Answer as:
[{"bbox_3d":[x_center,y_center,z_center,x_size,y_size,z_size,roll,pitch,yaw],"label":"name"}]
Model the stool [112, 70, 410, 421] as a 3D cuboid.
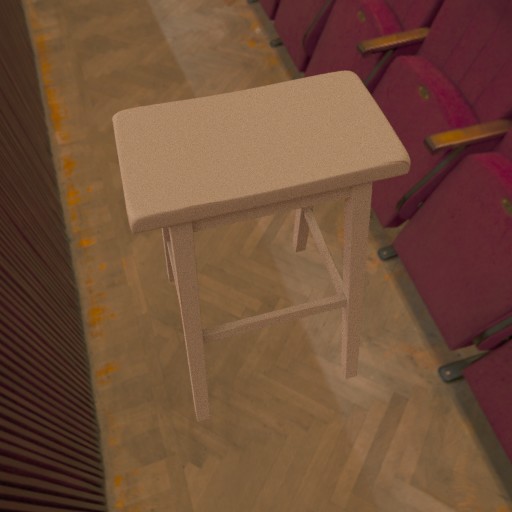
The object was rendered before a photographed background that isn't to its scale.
[{"bbox_3d":[0.000,0.000,1.031,0.457,0.737,0.476,-13,58,-8],"label":"stool"}]
